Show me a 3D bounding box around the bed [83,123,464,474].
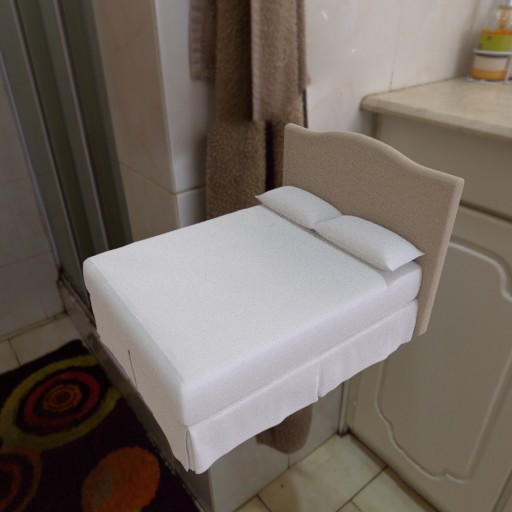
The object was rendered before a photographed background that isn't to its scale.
[{"bbox_3d":[0.000,0.000,3.137,2.052,1.398,1.678,-21,37,-30],"label":"bed"}]
